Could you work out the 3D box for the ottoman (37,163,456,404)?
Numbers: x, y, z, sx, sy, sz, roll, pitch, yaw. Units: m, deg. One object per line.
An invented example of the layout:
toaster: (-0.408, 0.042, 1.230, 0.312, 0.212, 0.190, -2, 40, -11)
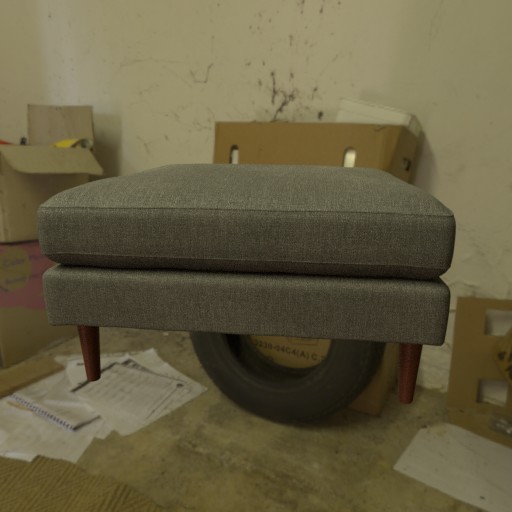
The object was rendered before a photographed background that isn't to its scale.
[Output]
ottoman: (0.000, 0.000, 1.196, 0.821, 0.474, 0.693, 2, 15, 7)
